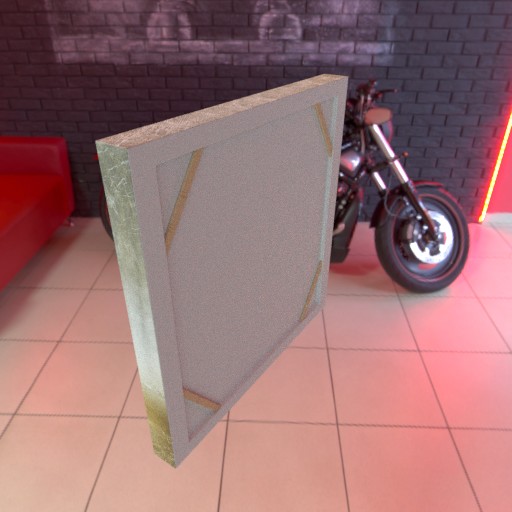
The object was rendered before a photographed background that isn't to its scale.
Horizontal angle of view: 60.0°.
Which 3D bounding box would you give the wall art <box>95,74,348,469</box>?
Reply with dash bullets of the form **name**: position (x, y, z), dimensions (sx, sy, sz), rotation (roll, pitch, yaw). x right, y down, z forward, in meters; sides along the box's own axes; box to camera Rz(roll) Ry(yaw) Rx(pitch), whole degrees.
- **wall art**: position (0.000, 0.000, 0.600), dimensions (0.038, 0.407, 0.405), rotation (20, 36, 29)
